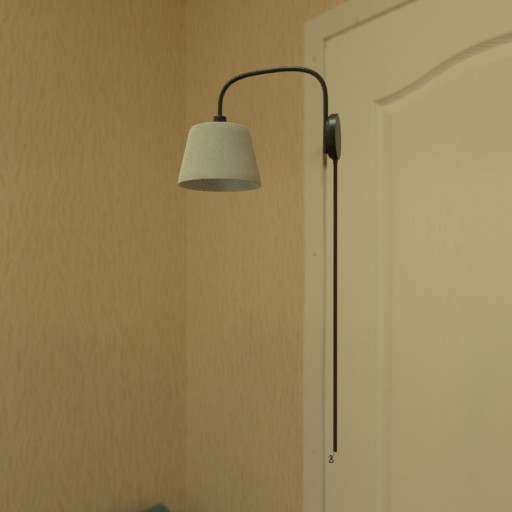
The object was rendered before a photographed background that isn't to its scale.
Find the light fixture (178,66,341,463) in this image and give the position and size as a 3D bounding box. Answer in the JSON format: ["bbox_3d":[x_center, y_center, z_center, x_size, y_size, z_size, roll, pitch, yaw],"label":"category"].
[{"bbox_3d":[0.000,0.000,0.478,0.176,0.399,0.092,0,0,18],"label":"light fixture"}]
